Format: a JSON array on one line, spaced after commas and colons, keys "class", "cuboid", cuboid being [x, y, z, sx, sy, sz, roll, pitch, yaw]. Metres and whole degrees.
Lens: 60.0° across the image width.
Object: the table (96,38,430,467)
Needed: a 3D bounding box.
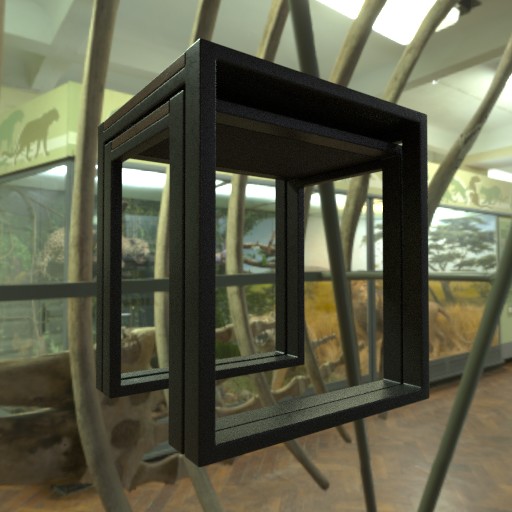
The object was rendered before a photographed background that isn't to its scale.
[{"class": "table", "cuboid": [0.000, 0.000, 0.891, 0.500, 0.550, 0.449, 1, -1, -36]}]
